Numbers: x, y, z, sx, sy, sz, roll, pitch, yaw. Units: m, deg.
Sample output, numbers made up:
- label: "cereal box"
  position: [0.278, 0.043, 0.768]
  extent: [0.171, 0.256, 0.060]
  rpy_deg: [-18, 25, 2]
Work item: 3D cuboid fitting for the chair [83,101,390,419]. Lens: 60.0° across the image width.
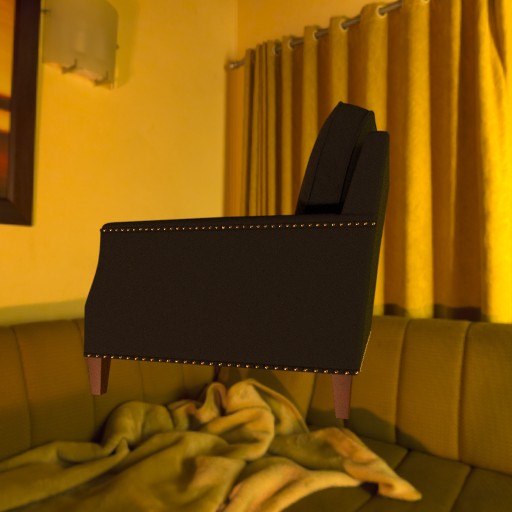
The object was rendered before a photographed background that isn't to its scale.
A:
- label: "chair"
  position: [0.000, 0.000, 1.750]
  extent: [1.014, 0.943, 0.853]
  rpy_deg: [0, -1, 17]
